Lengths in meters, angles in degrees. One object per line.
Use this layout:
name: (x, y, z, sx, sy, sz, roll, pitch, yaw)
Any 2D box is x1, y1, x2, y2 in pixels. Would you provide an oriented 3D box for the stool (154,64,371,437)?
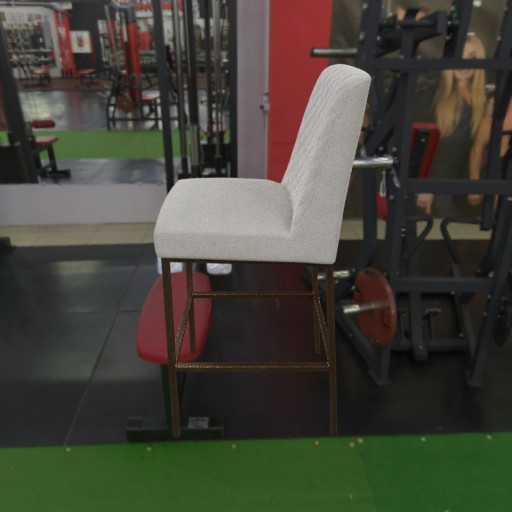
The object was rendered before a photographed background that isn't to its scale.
stool: (0.000, 0.000, 1.379, 0.546, 1.084, 0.462, 0, 27, 0)
